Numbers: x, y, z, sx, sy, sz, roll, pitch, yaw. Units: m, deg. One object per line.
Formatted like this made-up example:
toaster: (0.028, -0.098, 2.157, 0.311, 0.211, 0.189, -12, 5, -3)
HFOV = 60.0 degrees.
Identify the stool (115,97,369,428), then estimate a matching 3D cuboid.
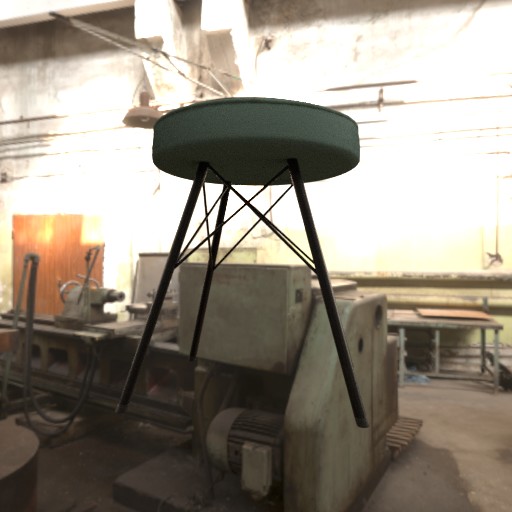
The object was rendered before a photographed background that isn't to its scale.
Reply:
stool: (0.000, 0.000, 0.889, 0.458, 0.519, 0.457, 0, -1, 18)
